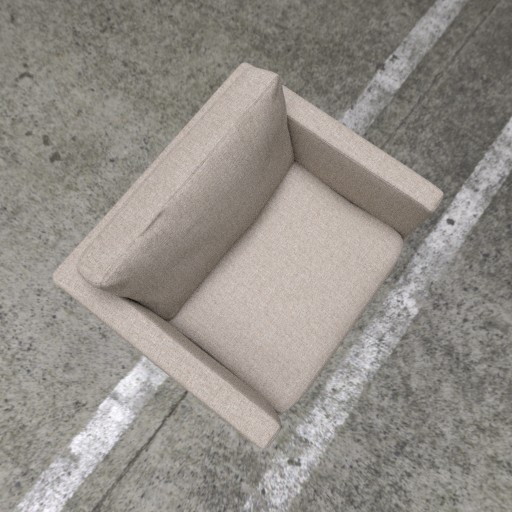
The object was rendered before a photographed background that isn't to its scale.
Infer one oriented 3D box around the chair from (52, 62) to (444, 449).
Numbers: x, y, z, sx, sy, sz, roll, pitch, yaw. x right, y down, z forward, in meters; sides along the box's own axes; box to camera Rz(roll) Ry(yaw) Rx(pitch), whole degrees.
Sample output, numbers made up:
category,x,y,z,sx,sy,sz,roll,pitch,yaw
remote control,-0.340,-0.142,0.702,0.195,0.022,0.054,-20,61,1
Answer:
category,x,y,z,sx,sy,sz,roll,pitch,yaw
chair,0.000,0.000,1.804,0.959,0.961,1.107,36,78,9
